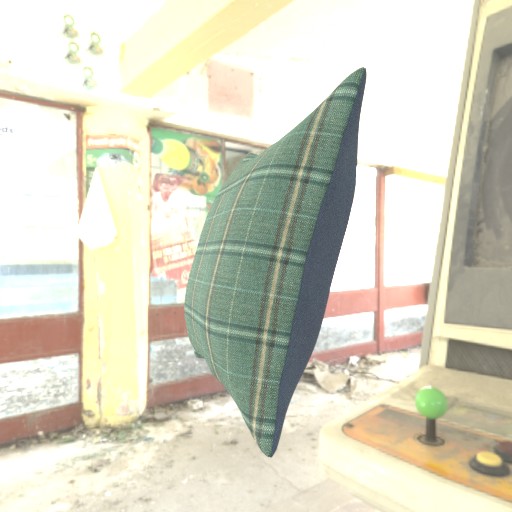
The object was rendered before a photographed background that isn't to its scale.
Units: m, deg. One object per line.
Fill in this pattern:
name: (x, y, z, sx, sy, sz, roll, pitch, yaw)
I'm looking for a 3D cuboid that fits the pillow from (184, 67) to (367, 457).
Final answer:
pillow: (0.000, 0.000, 0.698, 0.200, 0.430, 0.453, 0, 0, -17)
